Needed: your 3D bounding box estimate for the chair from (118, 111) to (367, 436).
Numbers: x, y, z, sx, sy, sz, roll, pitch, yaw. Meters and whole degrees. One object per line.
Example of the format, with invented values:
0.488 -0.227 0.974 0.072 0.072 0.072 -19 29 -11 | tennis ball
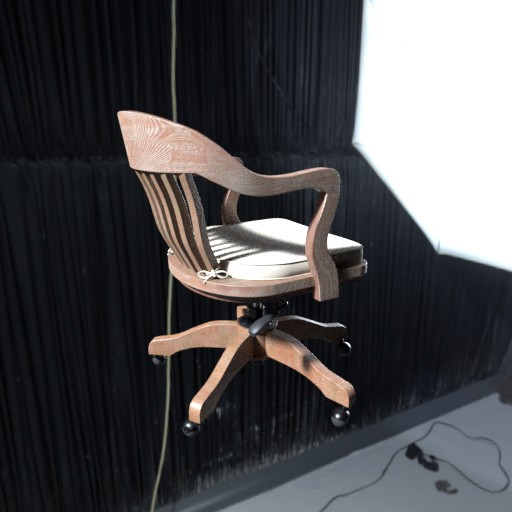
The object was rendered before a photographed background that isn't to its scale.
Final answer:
0.000 0.000 1.433 0.788 0.878 0.750 -8 18 -27 | chair
